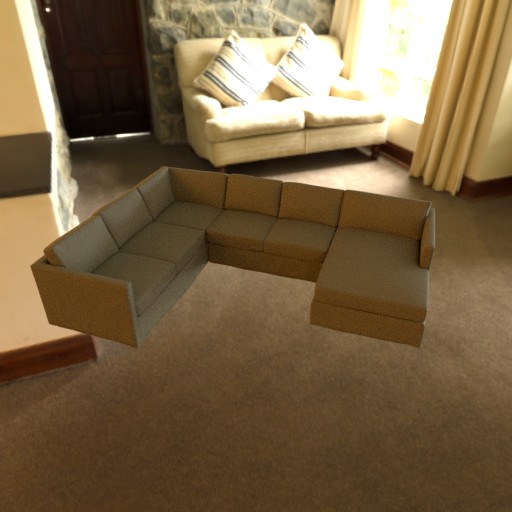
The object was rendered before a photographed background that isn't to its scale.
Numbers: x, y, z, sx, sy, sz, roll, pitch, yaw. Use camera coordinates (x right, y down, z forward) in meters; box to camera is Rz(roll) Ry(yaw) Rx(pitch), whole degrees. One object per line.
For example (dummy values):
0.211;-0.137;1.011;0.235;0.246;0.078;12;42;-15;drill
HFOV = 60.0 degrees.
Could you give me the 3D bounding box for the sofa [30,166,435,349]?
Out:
0.000;0.000;4.577;3.460;0.882;2.427;10;33;16;sofa
